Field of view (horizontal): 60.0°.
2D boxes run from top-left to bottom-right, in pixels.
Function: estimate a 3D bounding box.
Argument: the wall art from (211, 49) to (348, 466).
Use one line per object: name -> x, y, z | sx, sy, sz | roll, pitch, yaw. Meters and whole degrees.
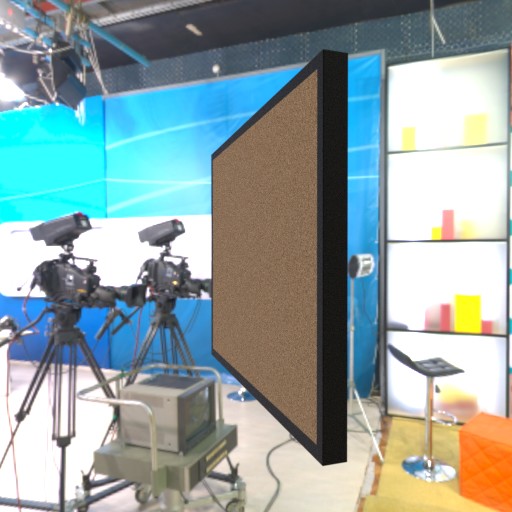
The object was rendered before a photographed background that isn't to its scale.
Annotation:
wall art -> 0.000, 0.000, 0.750 | 0.030, 0.454, 0.554 | 0, 1, -18
